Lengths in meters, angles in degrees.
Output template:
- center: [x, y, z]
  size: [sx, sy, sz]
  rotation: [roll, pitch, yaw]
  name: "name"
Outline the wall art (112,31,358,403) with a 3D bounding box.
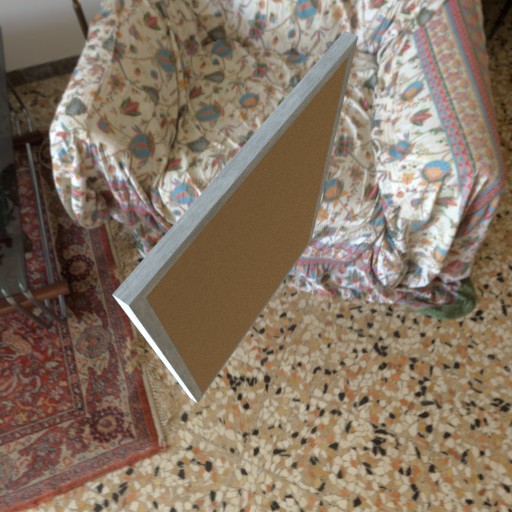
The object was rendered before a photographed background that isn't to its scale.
- center: [0.000, 0.000, 0.785]
  size: [0.022, 0.582, 0.479]
  rotation: [31, 67, 15]
  name: "wall art"
